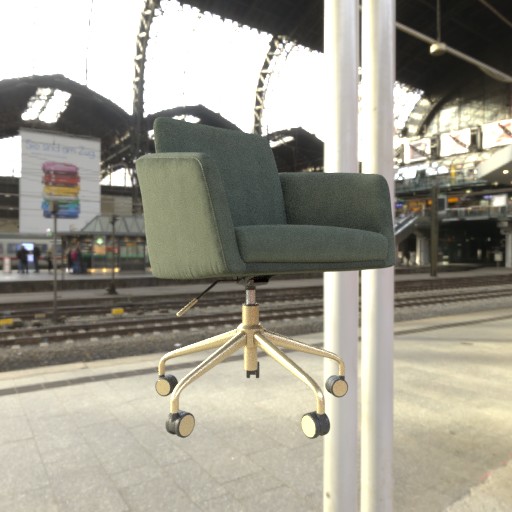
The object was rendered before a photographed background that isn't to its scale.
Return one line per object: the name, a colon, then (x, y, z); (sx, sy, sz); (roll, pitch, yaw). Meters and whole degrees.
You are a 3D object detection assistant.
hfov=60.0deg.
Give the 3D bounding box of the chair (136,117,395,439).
chair: (0.000, 0.000, 1.332); (0.641, 0.908, 0.635); (0, 0, -35)
